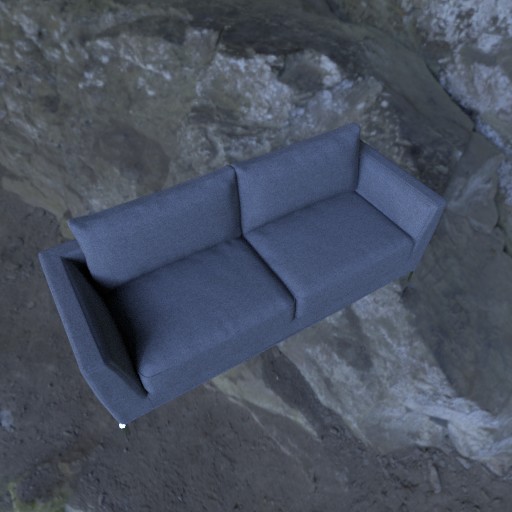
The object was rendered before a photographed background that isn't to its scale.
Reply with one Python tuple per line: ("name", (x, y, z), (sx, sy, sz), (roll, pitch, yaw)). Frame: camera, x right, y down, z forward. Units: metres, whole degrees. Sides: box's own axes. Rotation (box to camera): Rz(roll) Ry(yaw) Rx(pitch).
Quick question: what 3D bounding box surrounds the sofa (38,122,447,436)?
("sofa", (0.000, 0.000, 2.675), (2.212, 1.002, 0.869), (-24, 51, -21))
